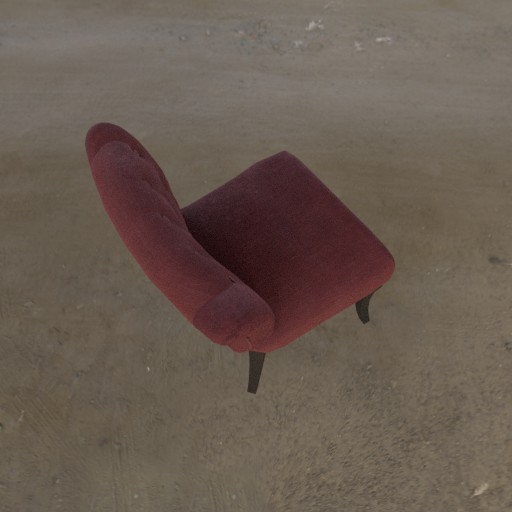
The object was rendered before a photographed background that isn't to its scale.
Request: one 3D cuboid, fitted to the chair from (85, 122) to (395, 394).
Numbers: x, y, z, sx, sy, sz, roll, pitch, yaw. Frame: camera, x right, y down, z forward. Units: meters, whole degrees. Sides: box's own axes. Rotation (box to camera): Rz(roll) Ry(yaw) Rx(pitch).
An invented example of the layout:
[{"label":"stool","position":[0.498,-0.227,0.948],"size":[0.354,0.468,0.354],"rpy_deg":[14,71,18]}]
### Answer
[{"label":"chair","position":[0.000,0.000,1.204],"size":[0.605,0.750,0.582],"rpy_deg":[-30,63,-17]}]
